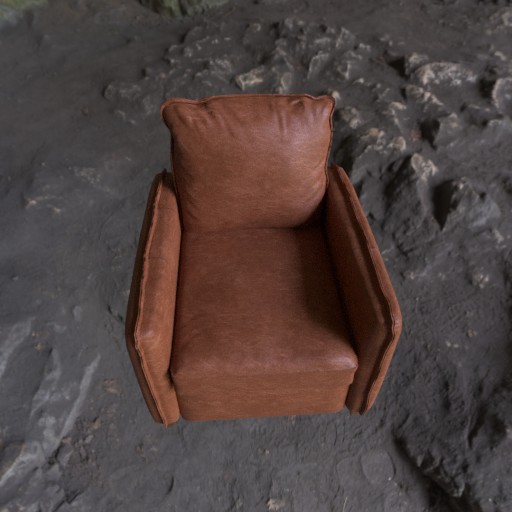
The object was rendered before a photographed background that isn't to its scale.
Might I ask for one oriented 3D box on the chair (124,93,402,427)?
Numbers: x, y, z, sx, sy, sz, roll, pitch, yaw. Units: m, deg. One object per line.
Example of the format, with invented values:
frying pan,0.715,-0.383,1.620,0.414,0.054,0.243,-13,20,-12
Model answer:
chair,0.000,0.000,1.606,0.830,0.922,0.922,-3,45,-3
